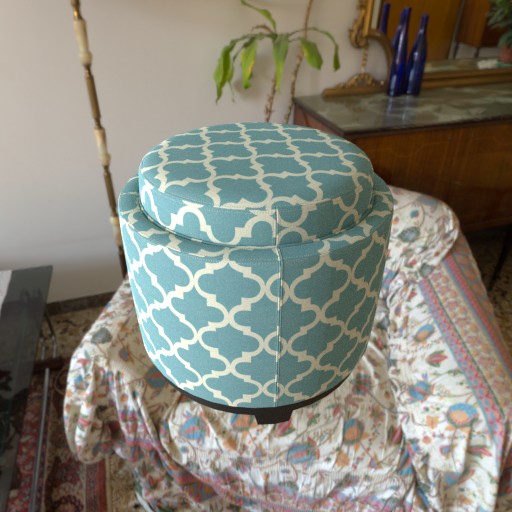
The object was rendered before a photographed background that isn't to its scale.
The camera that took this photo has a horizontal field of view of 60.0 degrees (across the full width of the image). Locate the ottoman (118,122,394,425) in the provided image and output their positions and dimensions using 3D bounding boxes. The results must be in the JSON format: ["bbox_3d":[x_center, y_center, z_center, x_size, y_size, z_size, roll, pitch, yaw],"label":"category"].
[{"bbox_3d":[0.000,0.000,0.860,0.480,0.429,0.480,0,33,0],"label":"ottoman"}]
